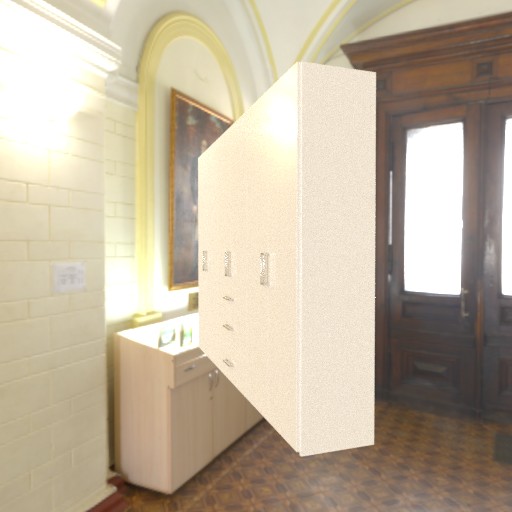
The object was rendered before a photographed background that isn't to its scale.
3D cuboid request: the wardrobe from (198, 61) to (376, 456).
[{"bbox_3d":[0.000,0.000,4.136,0.580,2.360,3.000,0,1,-19],"label":"wardrobe"}]
